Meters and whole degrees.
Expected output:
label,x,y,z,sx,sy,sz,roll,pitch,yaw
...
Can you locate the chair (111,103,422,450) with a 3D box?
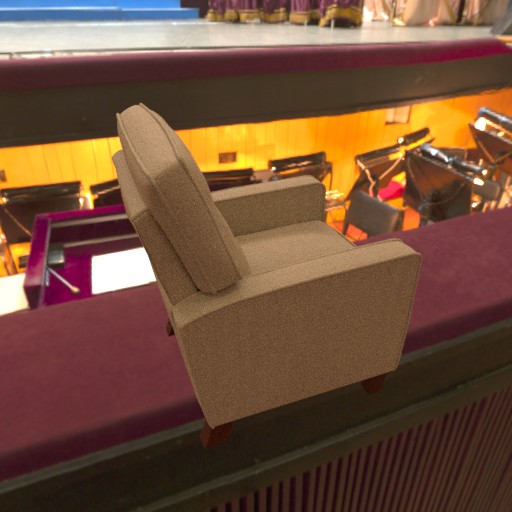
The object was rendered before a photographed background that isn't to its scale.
label,x,y,z,sx,sy,sz,roll,pitch,yaw
chair,0.000,0.000,1.404,0.754,0.888,0.648,-11,33,-18
